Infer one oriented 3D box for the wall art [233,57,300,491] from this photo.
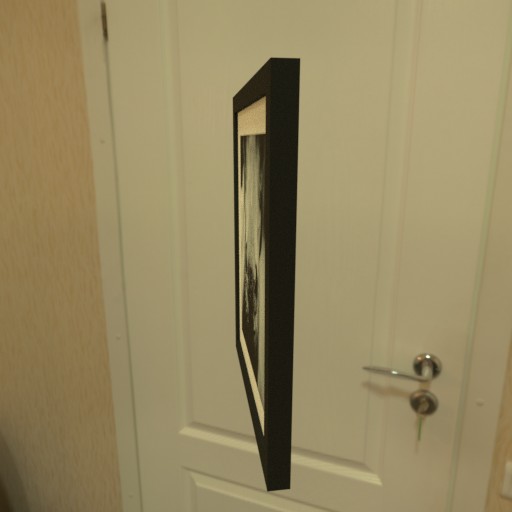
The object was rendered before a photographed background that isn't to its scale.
[{"bbox_3d":[0.000,0.000,0.767,0.033,0.559,0.457,-2,15,-8],"label":"wall art"}]
